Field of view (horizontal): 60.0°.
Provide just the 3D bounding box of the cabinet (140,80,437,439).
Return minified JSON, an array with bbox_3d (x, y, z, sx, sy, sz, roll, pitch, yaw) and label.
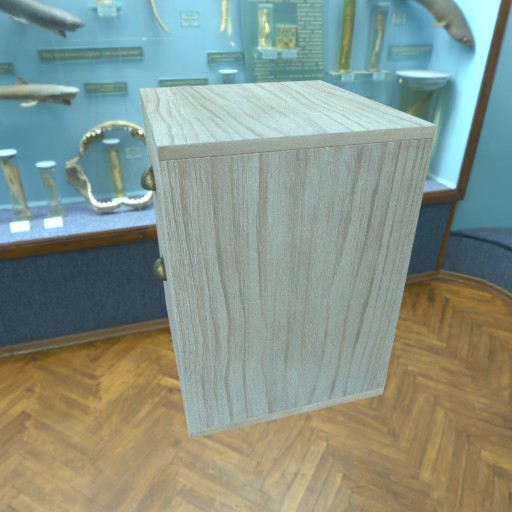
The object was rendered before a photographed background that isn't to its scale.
[{"bbox_3d":[0.000,0.000,0.875,0.401,0.579,0.409,-8,31,-13],"label":"cabinet"}]
